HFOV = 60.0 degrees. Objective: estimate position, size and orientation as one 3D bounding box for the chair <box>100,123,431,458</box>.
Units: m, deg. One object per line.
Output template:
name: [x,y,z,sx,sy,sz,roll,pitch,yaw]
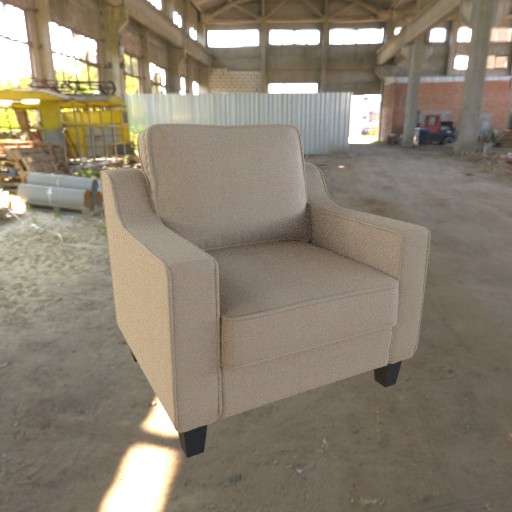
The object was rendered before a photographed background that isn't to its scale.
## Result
chair: [0.000,0.000,1.653,0.922,0.948,0.882,-8,18,-27]
